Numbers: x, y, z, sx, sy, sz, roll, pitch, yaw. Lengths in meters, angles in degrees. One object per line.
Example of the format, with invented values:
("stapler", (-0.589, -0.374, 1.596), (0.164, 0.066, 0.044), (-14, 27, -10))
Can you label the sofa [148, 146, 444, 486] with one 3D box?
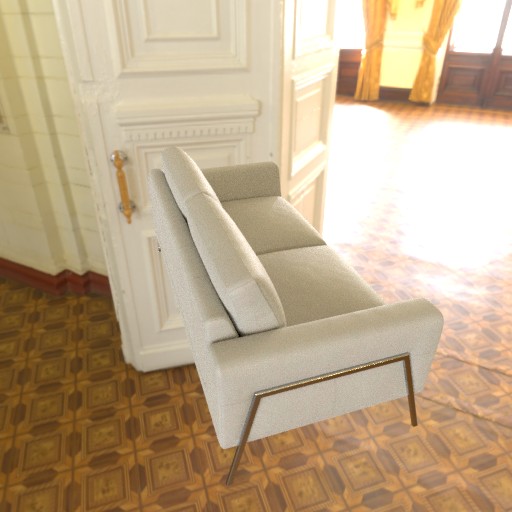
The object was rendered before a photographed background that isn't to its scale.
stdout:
("sofa", (0.000, 0.000, 2.538), (0.953, 0.875, 2.017), (-10, 32, -16))
